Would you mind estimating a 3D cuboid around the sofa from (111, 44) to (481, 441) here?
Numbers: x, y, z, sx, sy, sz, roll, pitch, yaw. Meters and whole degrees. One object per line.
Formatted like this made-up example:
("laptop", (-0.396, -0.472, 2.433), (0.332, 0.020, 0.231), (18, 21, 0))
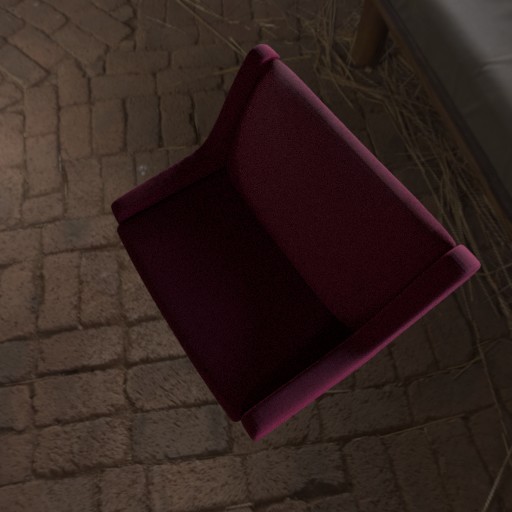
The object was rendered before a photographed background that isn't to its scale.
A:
("sofa", (0.000, 0.000, 1.950), (0.946, 0.976, 1.242), (-31, 69, -14))
